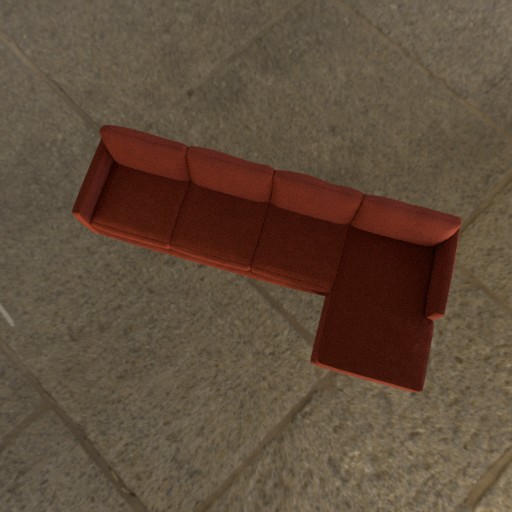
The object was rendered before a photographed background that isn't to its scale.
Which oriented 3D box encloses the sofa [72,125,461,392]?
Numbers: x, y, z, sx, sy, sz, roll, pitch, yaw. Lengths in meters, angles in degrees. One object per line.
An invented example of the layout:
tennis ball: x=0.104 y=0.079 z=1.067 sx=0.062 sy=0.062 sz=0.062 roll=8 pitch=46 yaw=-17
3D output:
sofa: x=0.000 y=0.000 z=3.491 sx=2.932 sy=0.810 sz=1.350 roll=16 pitch=76 yaw=4
